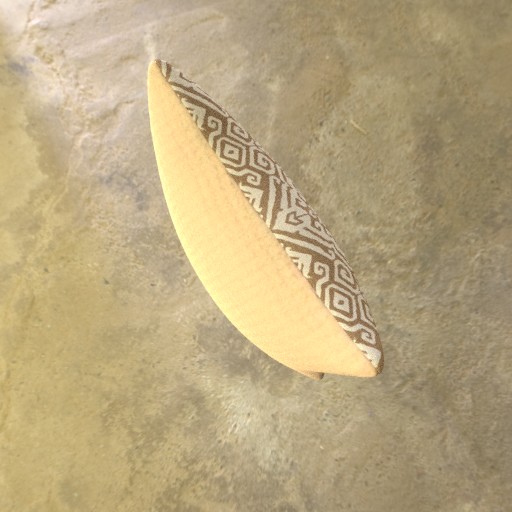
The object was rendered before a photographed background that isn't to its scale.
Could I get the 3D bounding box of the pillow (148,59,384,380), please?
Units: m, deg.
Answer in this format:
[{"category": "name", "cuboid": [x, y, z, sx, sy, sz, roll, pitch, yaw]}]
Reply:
[{"category": "pillow", "cuboid": [0.000, 0.000, 0.644, 0.173, 0.407, 0.419, -33, 78, -8]}]
